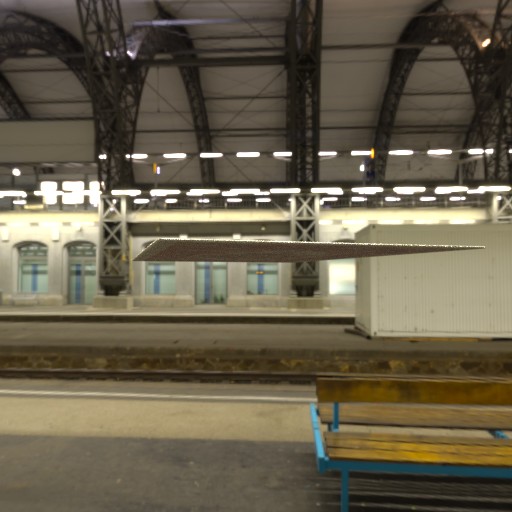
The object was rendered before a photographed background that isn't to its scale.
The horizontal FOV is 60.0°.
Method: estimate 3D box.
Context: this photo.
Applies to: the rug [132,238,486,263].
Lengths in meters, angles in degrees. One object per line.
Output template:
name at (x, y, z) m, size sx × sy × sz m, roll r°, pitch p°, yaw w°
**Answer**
rug at (0.000, 0.000, 1.088) m, size 0.556 × 0.004 × 0.868 m, roll 1°, pitch -3°, yaw -18°
